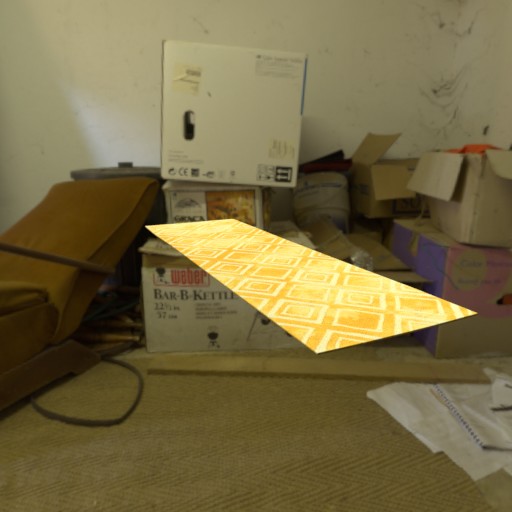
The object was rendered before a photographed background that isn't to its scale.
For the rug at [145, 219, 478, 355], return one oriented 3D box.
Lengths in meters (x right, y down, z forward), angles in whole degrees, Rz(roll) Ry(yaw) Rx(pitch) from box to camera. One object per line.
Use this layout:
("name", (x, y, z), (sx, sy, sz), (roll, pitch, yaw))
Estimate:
("rug", (0.000, 0.000, 2.646), (0.775, 0.010, 2.438), (-7, 16, -26))
